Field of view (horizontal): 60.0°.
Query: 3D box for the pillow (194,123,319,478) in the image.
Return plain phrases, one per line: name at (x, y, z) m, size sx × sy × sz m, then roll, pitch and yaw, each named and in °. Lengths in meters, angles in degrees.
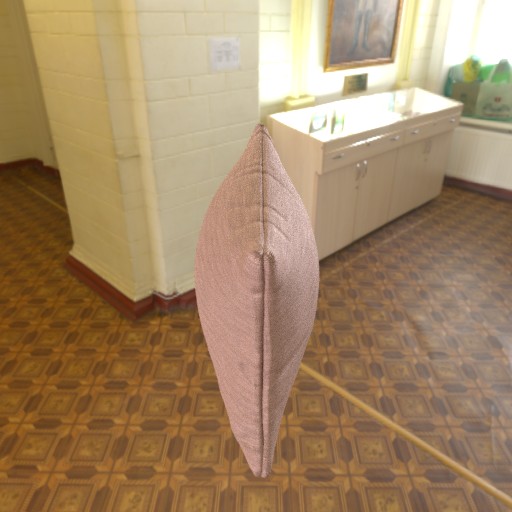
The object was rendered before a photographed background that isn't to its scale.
pillow at (0.000, 0.000, 0.787) m, size 0.210 × 0.338 × 0.633 m, roll 0°, pitch 28°, yaw 0°
